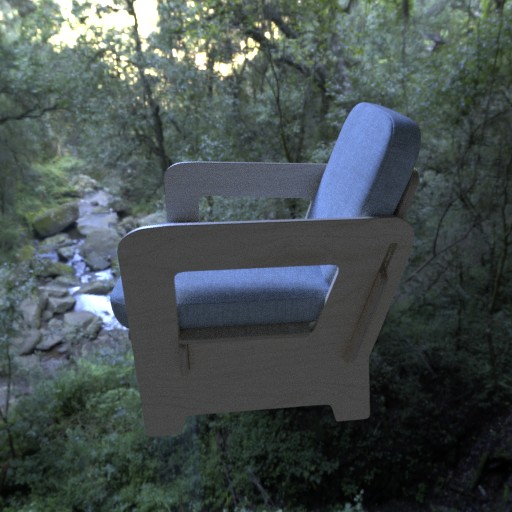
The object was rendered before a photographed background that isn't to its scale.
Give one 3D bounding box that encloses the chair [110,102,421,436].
[{"bbox_3d":[0.000,0.000,1.250,0.710,0.800,0.590,0,25,-1],"label":"chair"}]
